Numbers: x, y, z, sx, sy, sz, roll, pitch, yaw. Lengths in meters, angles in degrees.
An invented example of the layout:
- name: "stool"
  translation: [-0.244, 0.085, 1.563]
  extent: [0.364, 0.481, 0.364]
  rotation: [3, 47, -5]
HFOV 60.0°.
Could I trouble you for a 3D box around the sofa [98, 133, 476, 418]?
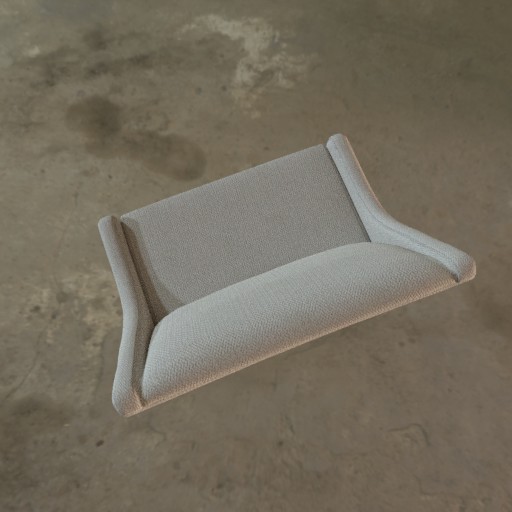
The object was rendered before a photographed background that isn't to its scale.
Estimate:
- name: "sofa"
  translation: [0.000, 0.000, 1.939]
  extent: [1.242, 1.022, 0.870]
  rotation: [-21, 77, -5]
